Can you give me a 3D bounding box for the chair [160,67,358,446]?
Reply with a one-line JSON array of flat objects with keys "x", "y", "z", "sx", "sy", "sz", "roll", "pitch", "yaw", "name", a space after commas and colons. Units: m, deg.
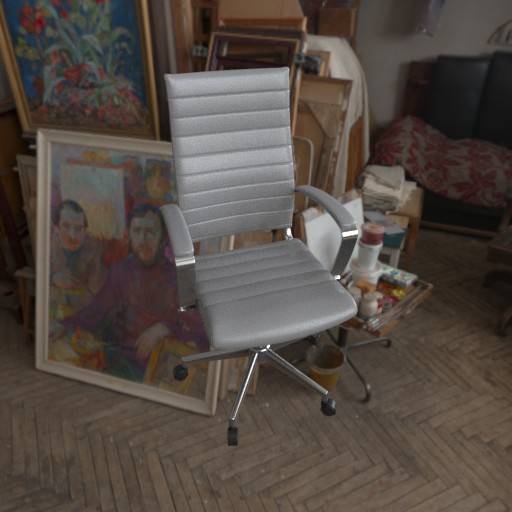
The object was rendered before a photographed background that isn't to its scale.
[{"x": 0.000, "y": 0.000, "z": 1.584, "sx": 0.679, "sy": 1.149, "sz": 0.667, "roll": -10, "pitch": 34, "yaw": -16, "name": "chair"}]
